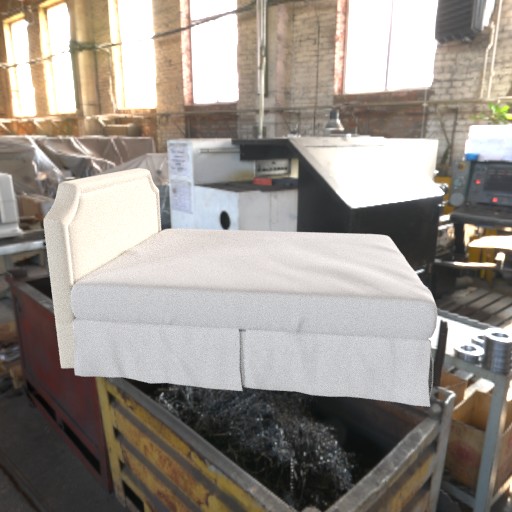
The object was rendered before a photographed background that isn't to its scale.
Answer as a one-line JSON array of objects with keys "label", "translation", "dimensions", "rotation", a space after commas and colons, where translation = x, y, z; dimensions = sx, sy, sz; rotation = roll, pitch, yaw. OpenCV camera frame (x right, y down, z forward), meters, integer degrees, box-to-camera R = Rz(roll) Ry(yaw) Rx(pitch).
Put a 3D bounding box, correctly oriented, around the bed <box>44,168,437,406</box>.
[{"label": "bed", "translation": [0.000, 0.000, 3.606], "dimensions": [2.498, 1.293, 1.977], "rotation": [2, 15, 8]}]
